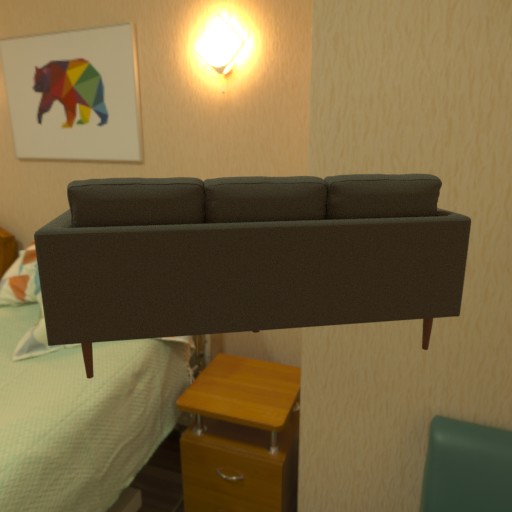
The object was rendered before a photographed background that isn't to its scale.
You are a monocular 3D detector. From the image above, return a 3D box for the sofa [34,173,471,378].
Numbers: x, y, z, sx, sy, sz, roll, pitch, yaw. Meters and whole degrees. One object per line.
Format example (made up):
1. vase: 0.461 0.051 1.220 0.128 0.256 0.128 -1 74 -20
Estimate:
1. sofa: 0.000 0.000 2.442 2.029 0.912 0.802 -3 15 -9
